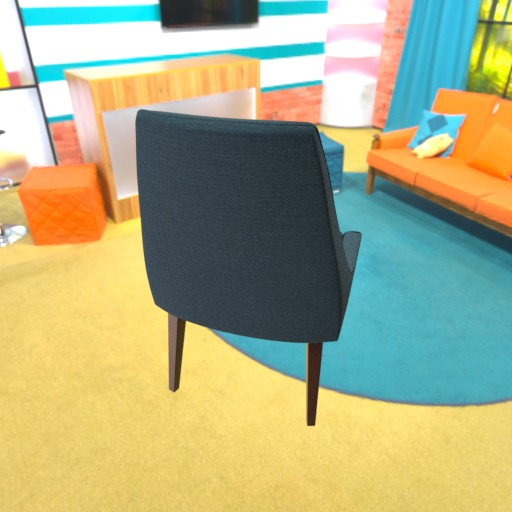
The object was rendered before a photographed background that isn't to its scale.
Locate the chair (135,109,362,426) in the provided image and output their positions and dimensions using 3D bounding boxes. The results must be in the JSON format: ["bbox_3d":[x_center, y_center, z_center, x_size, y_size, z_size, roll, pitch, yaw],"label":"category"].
[{"bbox_3d":[0.000,0.000,1.212,0.529,0.861,0.544,9,33,14],"label":"chair"}]
